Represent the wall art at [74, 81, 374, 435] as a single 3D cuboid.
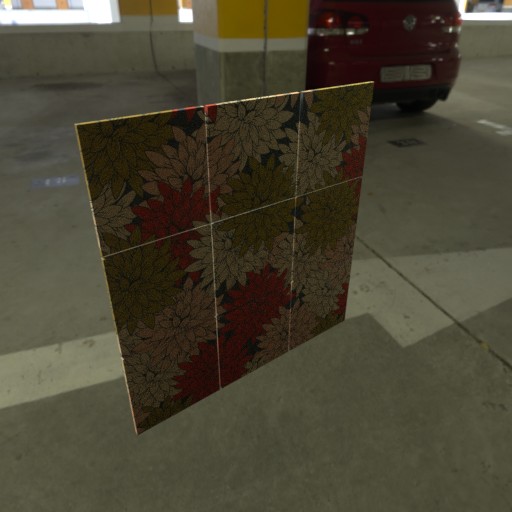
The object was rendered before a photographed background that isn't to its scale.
[{"bbox_3d":[0.000,0.000,1.343,0.904,0.913,0.013,-21,36,-32],"label":"wall art"}]
